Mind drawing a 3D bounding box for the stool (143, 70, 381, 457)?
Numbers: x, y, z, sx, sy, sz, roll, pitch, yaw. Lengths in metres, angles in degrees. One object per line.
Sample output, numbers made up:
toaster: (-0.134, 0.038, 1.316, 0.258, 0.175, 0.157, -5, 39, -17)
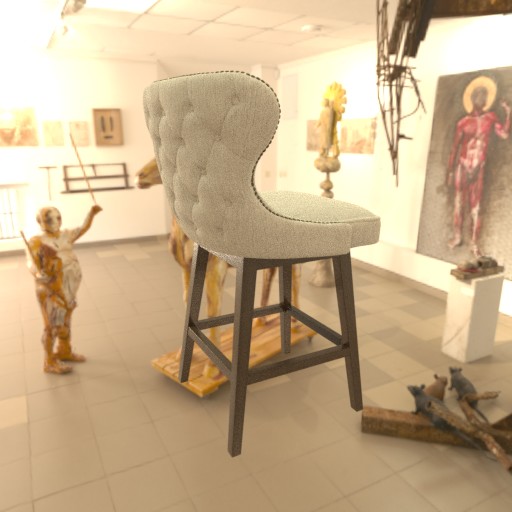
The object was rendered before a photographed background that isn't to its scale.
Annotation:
stool: (0.000, 0.000, 1.345, 0.597, 0.972, 0.615, -8, 18, -27)
